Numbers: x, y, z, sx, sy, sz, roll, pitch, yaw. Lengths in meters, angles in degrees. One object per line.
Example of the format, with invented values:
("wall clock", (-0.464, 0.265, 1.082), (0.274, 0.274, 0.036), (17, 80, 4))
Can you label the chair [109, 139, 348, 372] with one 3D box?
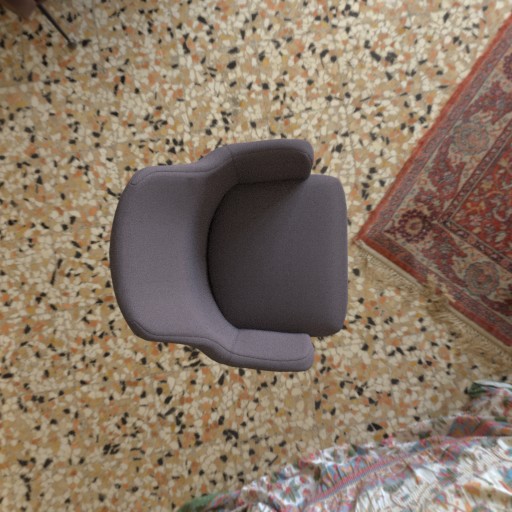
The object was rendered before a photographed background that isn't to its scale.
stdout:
("chair", (0.000, 0.000, 1.273), (0.600, 0.820, 0.655), (0, 89, 2))
